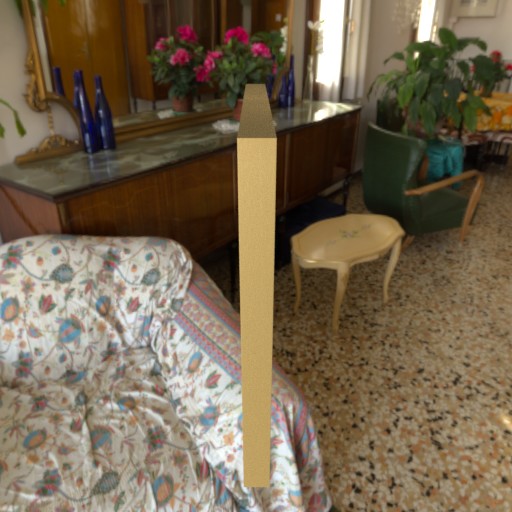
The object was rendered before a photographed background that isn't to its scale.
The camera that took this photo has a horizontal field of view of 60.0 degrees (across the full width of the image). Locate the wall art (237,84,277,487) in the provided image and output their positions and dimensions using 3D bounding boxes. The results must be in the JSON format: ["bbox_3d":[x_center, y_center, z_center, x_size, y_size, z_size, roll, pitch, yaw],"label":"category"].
[{"bbox_3d":[0.000,0.000,0.766,0.038,0.508,0.507,0,27,0],"label":"wall art"}]
